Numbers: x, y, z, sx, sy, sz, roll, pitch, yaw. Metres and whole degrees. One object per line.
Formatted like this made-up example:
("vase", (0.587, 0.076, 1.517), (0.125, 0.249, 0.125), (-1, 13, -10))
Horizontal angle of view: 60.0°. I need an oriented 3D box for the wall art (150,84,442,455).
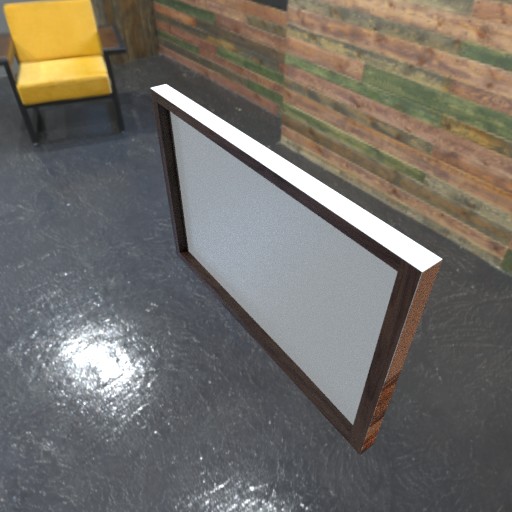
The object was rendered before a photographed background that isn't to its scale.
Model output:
("wall art", (0.000, 0.000, 1.156), (0.050, 0.610, 0.914), (-26, 48, -26))
